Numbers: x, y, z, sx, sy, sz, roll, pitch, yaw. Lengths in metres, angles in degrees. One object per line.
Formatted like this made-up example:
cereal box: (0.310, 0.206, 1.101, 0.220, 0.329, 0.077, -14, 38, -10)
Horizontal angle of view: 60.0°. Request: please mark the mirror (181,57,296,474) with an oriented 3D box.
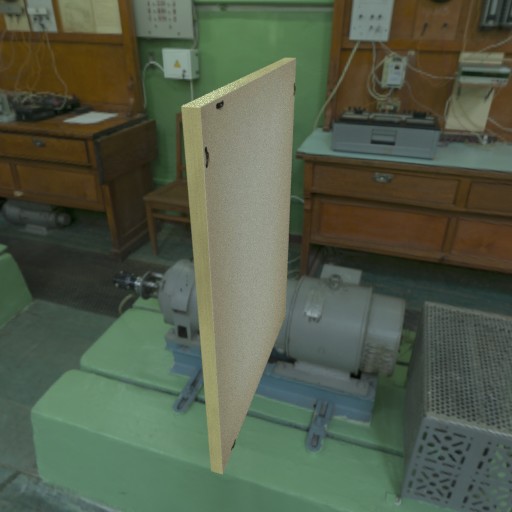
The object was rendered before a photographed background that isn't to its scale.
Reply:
mirror: (0.000, 0.000, 1.331, 0.040, 1.016, 0.762, 9, 31, 15)
